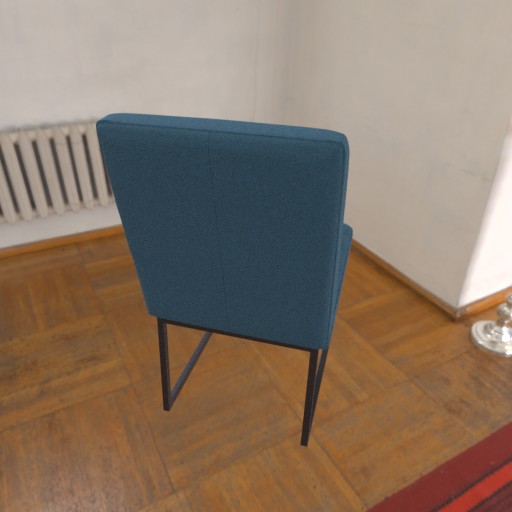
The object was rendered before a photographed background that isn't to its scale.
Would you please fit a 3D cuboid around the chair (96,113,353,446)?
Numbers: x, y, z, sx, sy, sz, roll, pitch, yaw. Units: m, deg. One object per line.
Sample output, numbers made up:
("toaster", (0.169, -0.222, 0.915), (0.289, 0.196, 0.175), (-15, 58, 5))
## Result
("chair", (0.000, 0.000, 1.316), (0.520, 0.930, 0.634), (9, 33, 14))
